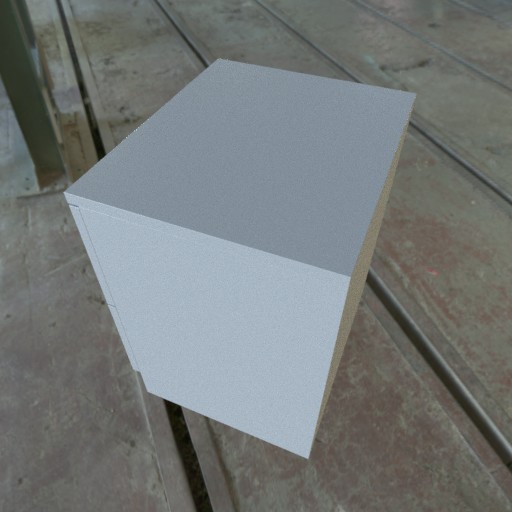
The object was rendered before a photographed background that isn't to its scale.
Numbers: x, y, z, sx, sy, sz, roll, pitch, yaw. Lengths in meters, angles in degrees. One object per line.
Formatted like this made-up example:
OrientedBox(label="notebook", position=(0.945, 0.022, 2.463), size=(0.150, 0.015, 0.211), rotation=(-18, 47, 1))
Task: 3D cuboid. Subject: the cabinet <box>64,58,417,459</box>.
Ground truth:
OrientedBox(label="cabinet", position=(0.000, 0.000, 0.760), size=(0.360, 0.470, 0.400), rotation=(17, 48, 15))
